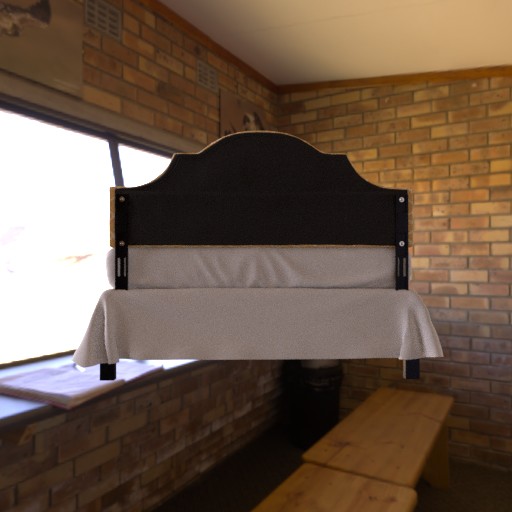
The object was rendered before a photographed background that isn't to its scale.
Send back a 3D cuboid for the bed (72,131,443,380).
[{"bbox_3d":[0.000,0.000,3.813,2.314,1.601,2.222,0,0,-1],"label":"bed"}]
